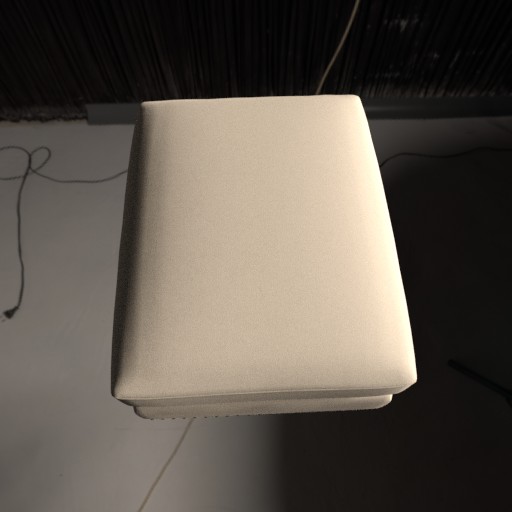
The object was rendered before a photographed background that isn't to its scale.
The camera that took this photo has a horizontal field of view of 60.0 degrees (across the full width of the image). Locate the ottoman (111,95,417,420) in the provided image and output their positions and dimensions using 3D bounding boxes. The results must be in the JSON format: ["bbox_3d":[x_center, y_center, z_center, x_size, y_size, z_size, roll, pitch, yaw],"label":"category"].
[{"bbox_3d":[0.000,0.000,1.128,0.584,0.513,0.741,-2,63,-1],"label":"ottoman"}]
